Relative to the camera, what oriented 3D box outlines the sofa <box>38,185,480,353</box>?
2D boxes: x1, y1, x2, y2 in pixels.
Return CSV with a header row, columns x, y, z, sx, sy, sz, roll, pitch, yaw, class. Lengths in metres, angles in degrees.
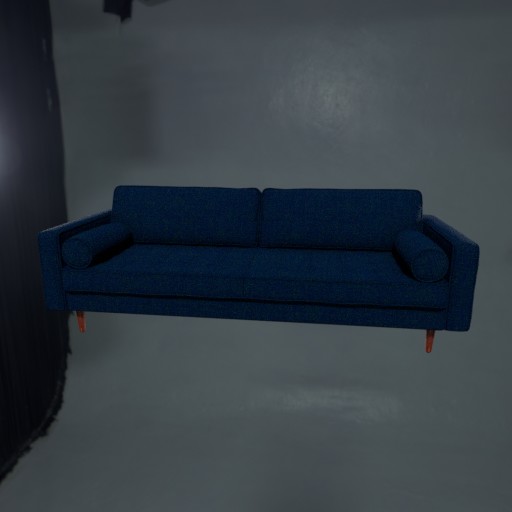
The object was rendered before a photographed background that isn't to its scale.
x,y,z,sx,sy,sz,roll,pitch,yaw,class
0.000,0.000,2.632,2.210,0.762,0.914,2,15,7,sofa
